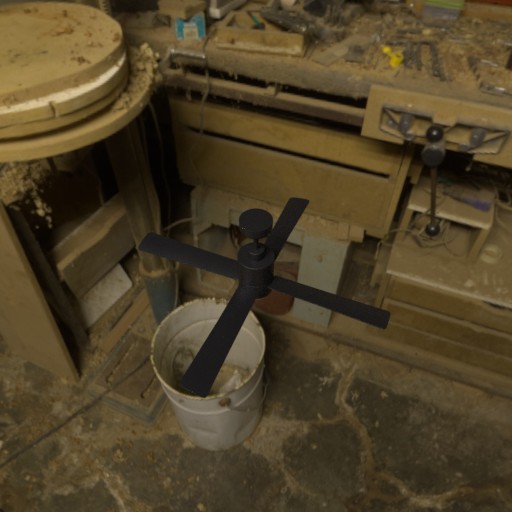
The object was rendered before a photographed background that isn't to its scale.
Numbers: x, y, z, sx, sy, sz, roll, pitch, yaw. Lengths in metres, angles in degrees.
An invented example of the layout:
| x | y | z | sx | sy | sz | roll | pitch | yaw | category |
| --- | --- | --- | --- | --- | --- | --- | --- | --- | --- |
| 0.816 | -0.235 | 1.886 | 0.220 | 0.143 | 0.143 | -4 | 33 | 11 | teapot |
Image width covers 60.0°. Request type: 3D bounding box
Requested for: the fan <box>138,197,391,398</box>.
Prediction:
| x | y | z | sx | sy | sz | roll | pitch | yaw | category |
| --- | --- | --- | --- | --- | --- | --- | --- | --- | --- |
| 0.000 | 0.000 | 2.412 | 1.525 | 0.534 | 1.525 | 18 | 50 | 16 | fan |
